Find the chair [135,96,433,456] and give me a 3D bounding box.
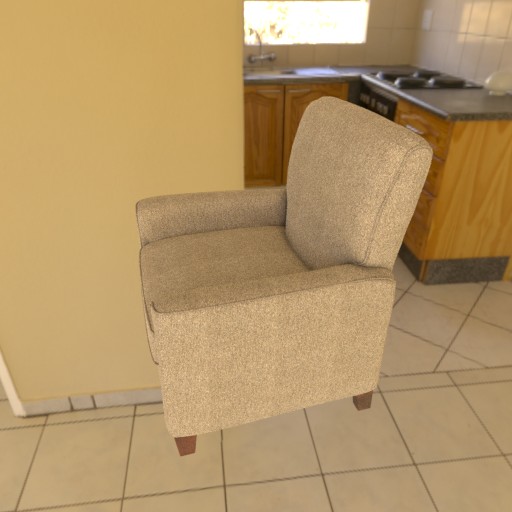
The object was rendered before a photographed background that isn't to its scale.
[{"bbox_3d":[0.000,0.000,1.645,0.858,1.028,0.841,-9,31,-14],"label":"chair"}]
